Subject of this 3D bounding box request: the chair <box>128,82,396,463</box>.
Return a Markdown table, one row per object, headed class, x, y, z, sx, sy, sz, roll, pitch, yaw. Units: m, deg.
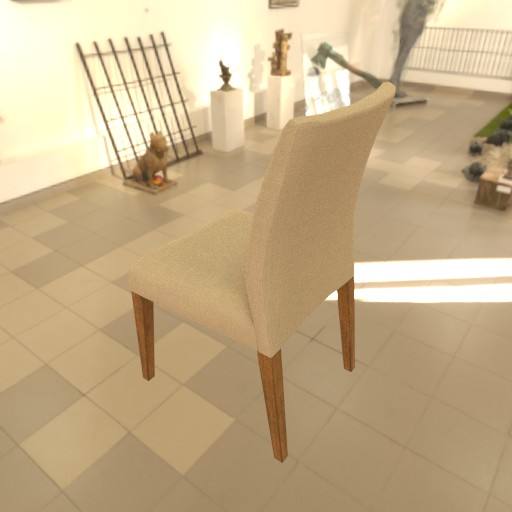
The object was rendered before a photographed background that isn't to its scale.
| class | x | y | z | sx | sy | sz | roll | pitch | yaw |
| --- | --- | --- | --- | --- | --- | --- | --- | --- | --- |
| chair | 0.000 | 0.000 | 1.272 | 0.585 | 0.940 | 0.496 | 22 | 38 | 31 |
